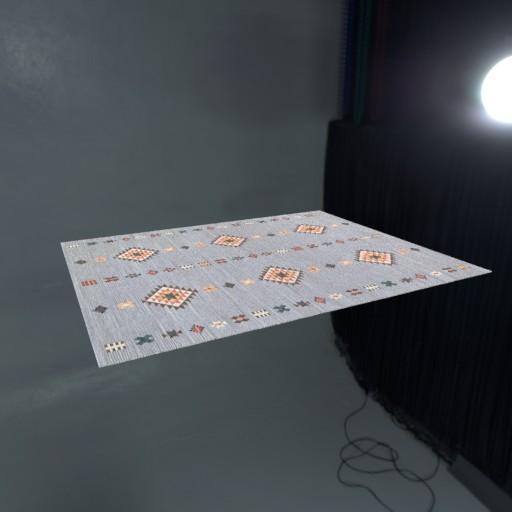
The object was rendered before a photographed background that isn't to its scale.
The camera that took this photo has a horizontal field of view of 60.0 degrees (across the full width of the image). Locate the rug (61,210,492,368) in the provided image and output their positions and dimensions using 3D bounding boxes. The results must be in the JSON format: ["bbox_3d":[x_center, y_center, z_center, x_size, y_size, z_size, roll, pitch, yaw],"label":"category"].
[{"bbox_3d":[0.000,0.000,3.943,3.035,0.008,2.425,-9,21,-25],"label":"rug"}]
